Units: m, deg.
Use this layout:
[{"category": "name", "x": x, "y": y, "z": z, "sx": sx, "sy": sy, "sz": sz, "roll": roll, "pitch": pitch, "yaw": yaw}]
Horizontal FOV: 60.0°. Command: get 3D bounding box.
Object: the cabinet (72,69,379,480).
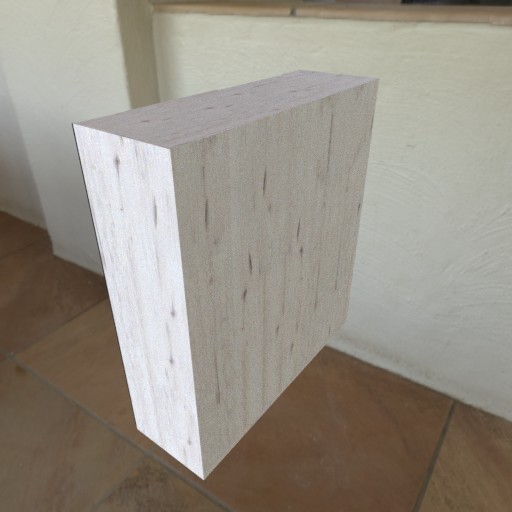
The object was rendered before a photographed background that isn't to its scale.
[{"category": "cabinet", "x": 0.000, "y": 0.000, "z": 3.154, "sx": 0.660, "sy": 2.180, "sz": 2.000, "roll": 21, "pitch": 37, "yaw": 31}]
